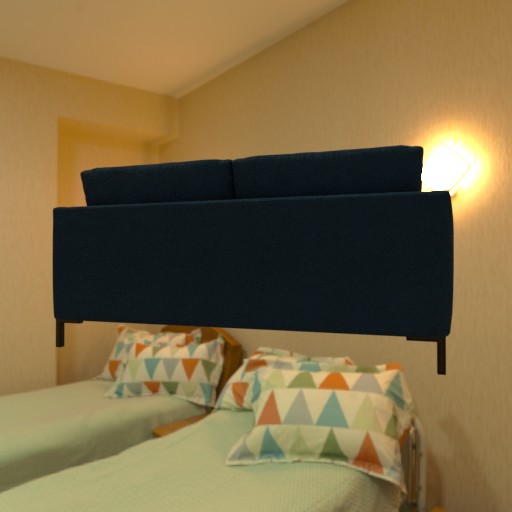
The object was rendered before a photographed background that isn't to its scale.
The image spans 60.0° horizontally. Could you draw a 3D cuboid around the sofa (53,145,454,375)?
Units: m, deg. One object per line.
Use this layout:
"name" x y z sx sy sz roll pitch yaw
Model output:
"sofa" 0.000 0.000 2.142 1.676 0.817 0.875 0 -1 18
